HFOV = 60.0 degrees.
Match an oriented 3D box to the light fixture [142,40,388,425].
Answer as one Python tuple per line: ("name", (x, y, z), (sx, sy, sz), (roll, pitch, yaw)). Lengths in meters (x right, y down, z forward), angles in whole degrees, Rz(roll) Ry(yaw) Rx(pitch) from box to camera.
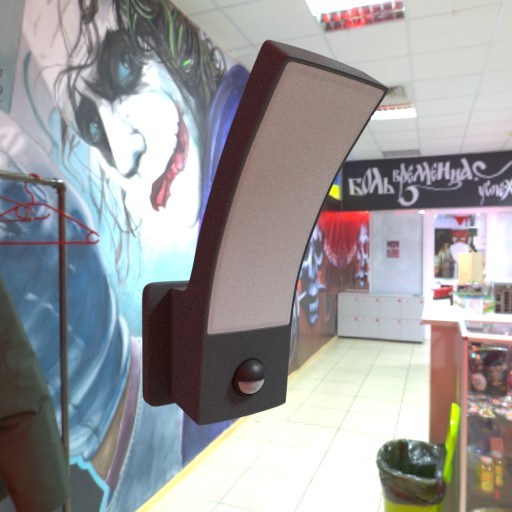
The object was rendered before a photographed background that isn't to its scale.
("light fixture", (0.000, 0.000, 0.320), (0.108, 0.243, 0.174), (-1, 1, -35))
